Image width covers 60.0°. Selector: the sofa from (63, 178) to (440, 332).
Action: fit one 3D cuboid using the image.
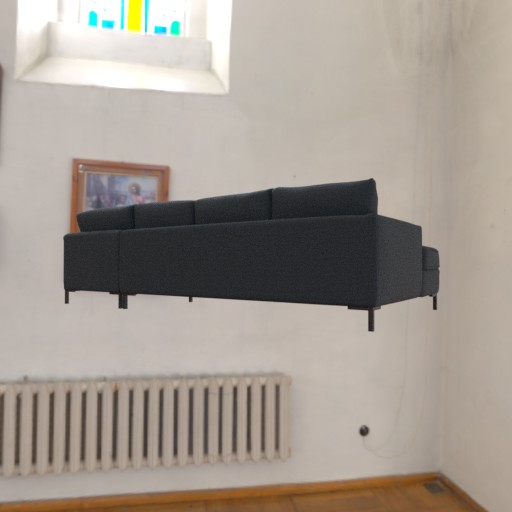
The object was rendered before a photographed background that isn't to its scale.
[{"bbox_3d":[0.000,0.000,3.969,2.975,0.858,1.984,-1,-1,35],"label":"sofa"}]
